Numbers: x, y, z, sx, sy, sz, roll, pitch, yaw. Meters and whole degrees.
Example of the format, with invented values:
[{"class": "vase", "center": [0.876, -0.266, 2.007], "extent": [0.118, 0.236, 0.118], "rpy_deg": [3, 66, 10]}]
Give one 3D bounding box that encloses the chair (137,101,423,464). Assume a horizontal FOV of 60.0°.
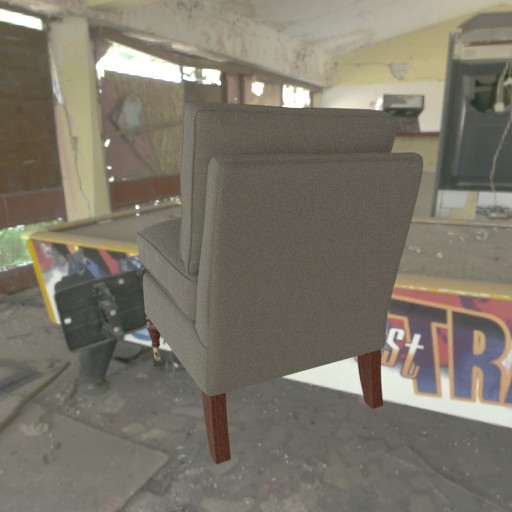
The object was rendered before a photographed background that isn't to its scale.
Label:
[{"class": "chair", "center": [0.000, 0.000, 1.673], "extent": [0.724, 1.045, 0.924], "rpy_deg": [-7, 16, -27]}]
